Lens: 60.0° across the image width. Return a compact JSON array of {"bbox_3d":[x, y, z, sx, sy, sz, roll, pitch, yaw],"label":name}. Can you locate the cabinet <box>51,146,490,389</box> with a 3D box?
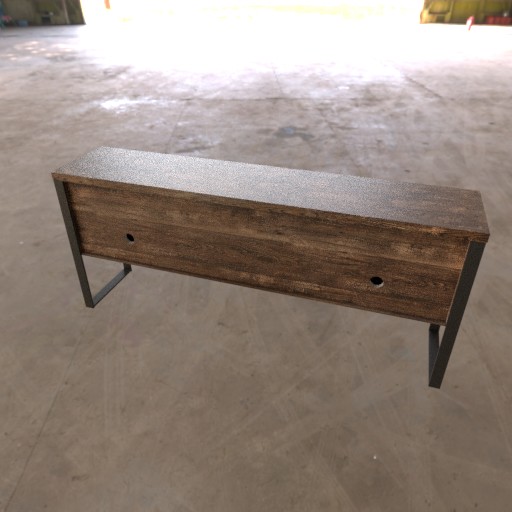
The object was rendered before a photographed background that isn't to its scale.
[{"bbox_3d":[0.000,0.000,2.100,1.800,0.762,0.395,10,33,15],"label":"cabinet"}]
